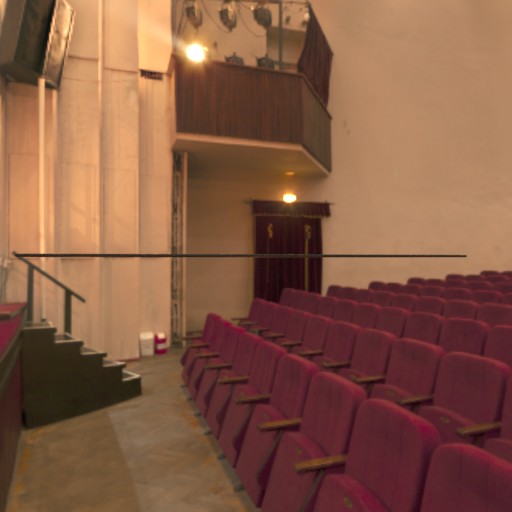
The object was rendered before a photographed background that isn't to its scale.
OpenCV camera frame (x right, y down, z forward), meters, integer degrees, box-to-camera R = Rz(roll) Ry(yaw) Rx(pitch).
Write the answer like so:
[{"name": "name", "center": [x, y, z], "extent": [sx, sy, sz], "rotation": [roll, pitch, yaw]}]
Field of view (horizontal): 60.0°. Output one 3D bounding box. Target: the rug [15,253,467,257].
[{"name": "rug", "center": [0.000, 0.000, 2.468], "extent": [2.276, 0.014, 0.678], "rotation": [0, 0, -17]}]
